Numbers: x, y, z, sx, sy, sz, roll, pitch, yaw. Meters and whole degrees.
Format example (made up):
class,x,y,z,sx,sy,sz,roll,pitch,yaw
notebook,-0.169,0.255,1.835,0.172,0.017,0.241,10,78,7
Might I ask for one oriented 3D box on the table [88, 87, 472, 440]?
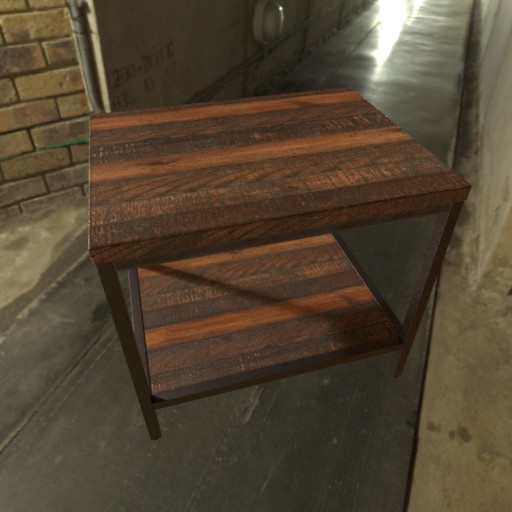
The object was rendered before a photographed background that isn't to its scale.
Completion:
class,x,y,z,sx,sy,sz,roll,pitch,yaw
table,0.000,0.000,1.133,0.678,0.612,0.524,-10,42,-12
